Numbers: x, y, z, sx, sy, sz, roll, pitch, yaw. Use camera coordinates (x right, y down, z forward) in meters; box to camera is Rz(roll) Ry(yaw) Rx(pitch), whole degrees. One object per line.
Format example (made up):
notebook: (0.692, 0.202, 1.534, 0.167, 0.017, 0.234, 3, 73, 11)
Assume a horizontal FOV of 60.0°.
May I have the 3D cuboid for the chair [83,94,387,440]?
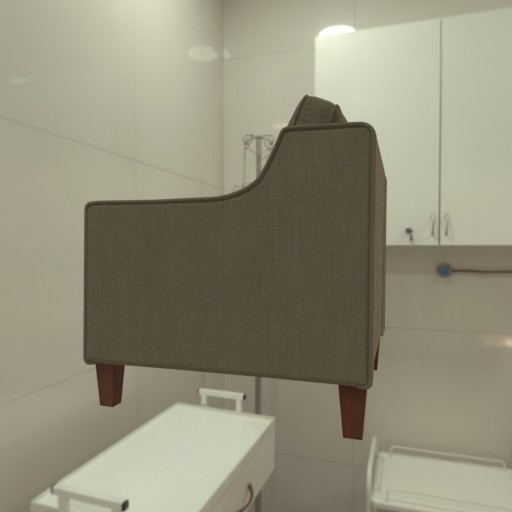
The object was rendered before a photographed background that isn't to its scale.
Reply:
chair: (0.000, 0.000, 1.653, 0.909, 0.960, 0.831, 0, 1, 18)
